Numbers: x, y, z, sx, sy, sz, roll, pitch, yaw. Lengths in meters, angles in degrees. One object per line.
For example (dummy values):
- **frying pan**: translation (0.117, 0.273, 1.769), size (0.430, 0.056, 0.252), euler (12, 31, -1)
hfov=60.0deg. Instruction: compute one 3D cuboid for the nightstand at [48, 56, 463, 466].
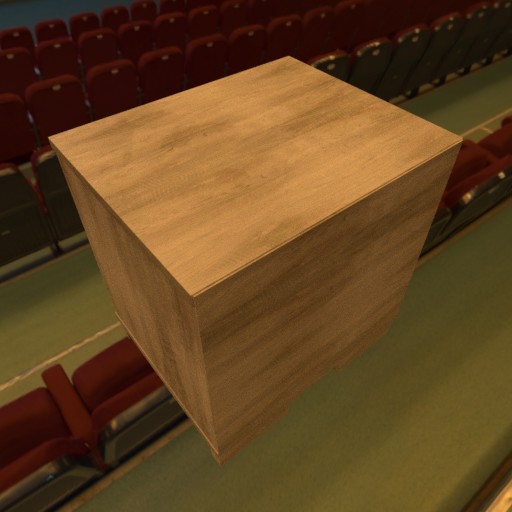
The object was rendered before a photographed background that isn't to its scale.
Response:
- **nightstand**: translation (0.000, 0.000, 0.745), size (0.427, 0.448, 0.347), euler (-30, 53, -26)
